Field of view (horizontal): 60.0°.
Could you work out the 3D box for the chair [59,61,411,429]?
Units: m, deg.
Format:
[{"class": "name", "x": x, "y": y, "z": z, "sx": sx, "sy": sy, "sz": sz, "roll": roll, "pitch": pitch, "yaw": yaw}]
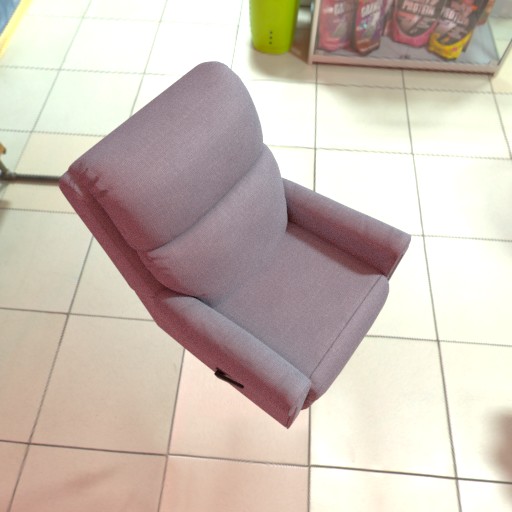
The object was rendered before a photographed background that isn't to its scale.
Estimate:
[{"class": "chair", "x": 0.000, "y": 0.000, "z": 1.747, "sx": 1.014, "sy": 1.054, "sz": 0.838, "roll": 34, "pitch": 65, "yaw": 18}]
